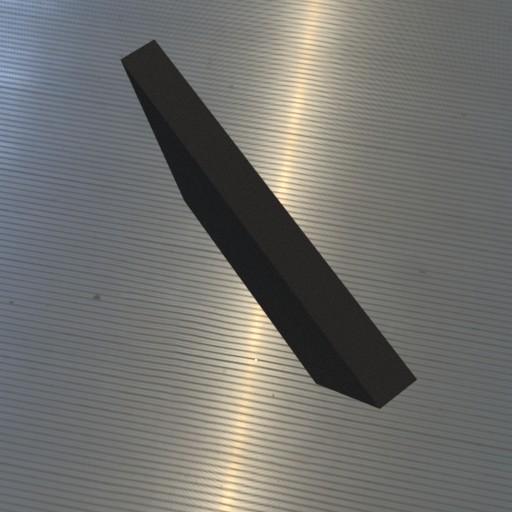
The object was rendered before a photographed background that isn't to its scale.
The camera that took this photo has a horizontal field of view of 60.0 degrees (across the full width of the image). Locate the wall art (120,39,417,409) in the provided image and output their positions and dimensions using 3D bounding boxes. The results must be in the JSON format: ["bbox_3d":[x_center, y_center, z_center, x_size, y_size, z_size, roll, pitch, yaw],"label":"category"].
[{"bbox_3d":[0.000,0.000,0.455,0.030,0.305,0.308,-35,79,-8],"label":"wall art"}]
